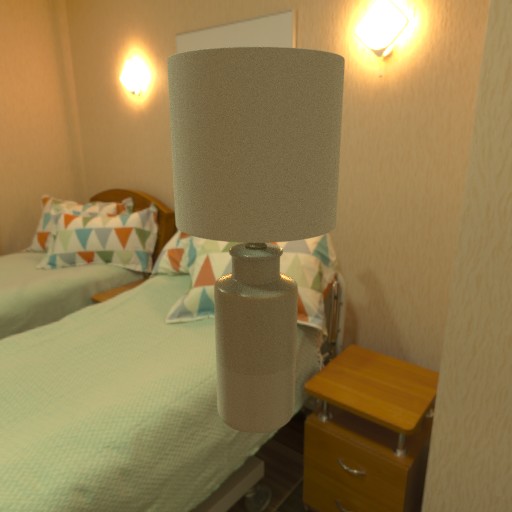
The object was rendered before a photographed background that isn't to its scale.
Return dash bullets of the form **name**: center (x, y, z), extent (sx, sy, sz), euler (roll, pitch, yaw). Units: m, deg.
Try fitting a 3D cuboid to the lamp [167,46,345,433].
- **lamp**: center (0.000, 0.000, 0.608), extent (0.212, 0.493, 0.212), euler (3, 17, 9)
